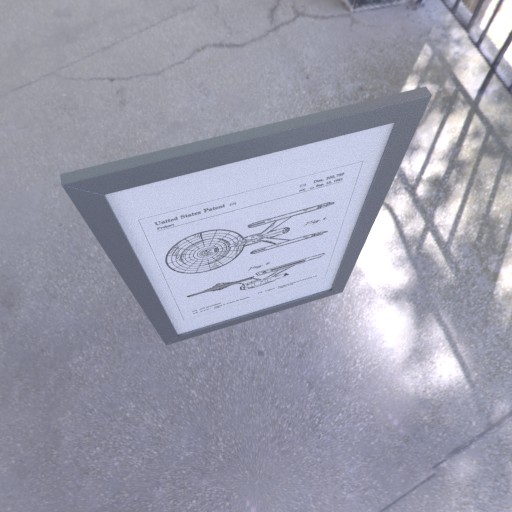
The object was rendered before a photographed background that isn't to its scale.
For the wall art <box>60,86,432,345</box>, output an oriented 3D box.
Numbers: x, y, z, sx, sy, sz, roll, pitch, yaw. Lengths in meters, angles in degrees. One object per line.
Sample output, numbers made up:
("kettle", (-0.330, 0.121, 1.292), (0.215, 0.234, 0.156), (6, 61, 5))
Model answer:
("wall art", (0.000, 0.000, 0.668), (0.376, 0.529, 0.013), (-16, 64, -8))
